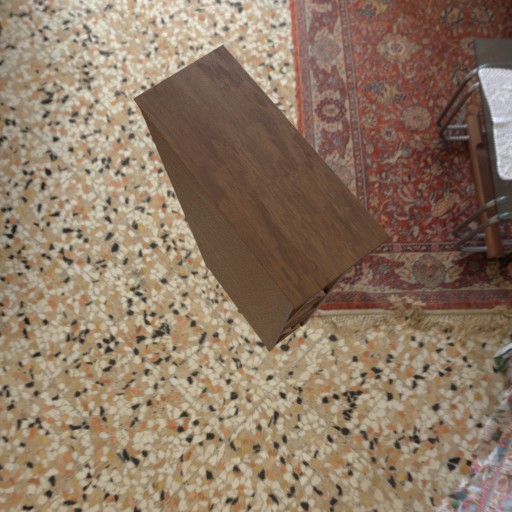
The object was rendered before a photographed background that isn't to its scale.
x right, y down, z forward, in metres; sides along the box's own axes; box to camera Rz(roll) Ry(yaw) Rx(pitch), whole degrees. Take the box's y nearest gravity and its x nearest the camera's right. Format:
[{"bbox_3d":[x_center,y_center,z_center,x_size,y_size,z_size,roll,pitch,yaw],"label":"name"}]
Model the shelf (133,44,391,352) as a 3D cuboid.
[{"bbox_3d":[0.000,0.000,2.201,0.335,1.905,0.805,-35,77,-10],"label":"shelf"}]
